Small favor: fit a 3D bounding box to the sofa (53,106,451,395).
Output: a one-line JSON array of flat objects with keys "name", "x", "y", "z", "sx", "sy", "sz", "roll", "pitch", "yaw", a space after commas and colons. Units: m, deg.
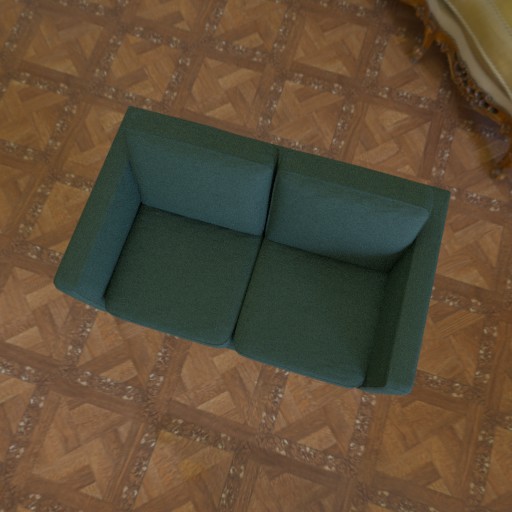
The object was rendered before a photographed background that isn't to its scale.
[{"name": "sofa", "x": 0.000, "y": 0.000, "z": 1.998, "sx": 1.430, "sy": 0.899, "sz": 0.879, "roll": 16, "pitch": 75, "yaw": 5}]
